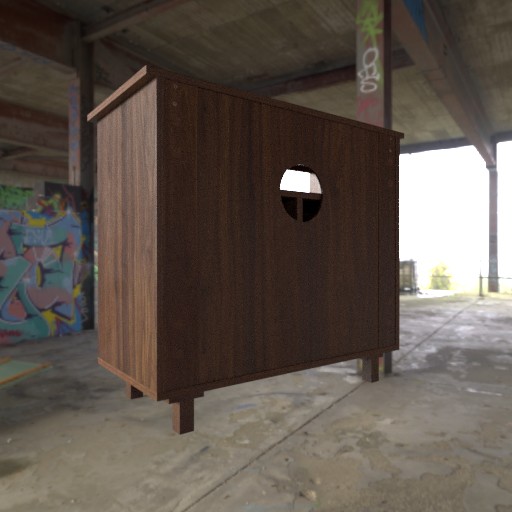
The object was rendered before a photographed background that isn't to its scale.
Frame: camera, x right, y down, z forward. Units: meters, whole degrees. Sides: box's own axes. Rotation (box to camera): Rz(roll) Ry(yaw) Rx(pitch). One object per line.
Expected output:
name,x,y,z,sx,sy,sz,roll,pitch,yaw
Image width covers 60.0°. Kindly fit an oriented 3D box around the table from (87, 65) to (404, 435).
table,0.000,0.000,1.230,0.802,0.725,0.390,0,1,-37
